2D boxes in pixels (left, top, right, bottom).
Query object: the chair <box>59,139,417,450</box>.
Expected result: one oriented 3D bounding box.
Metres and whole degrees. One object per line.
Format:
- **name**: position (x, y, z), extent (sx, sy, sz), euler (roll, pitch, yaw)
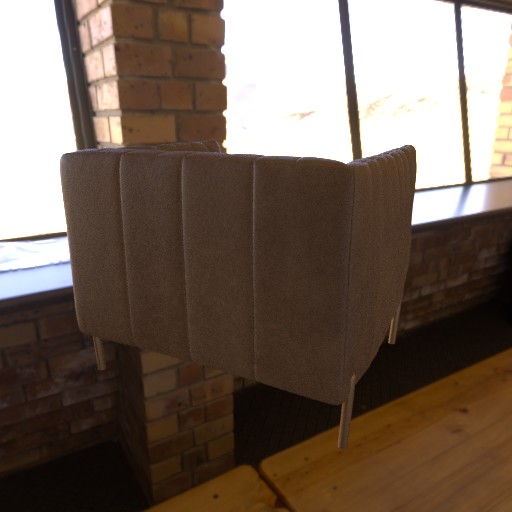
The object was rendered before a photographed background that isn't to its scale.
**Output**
- **chair**: position (0.000, 0.000, 1.596), extent (0.981, 0.779, 0.876), euler (9, 19, 25)
